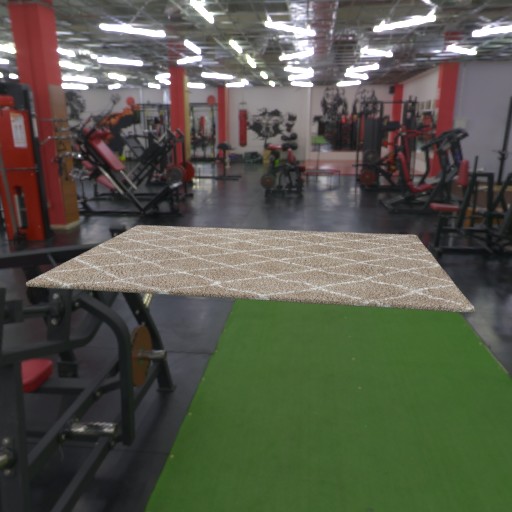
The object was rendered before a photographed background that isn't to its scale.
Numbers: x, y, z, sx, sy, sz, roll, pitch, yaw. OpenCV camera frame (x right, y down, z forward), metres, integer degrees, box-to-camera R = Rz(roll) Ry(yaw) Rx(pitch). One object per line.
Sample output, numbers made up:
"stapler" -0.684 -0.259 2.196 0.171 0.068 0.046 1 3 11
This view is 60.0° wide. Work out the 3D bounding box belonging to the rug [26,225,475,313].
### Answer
"rug" 0.000 0.000 3.492 2.743 0.030 1.778 3 16 9
